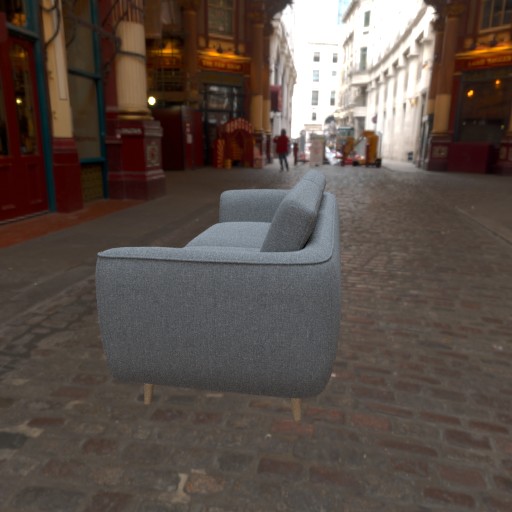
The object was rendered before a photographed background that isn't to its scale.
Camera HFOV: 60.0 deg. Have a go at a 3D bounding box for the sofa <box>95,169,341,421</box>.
[{"bbox_3d":[0.000,0.000,2.458,0.920,0.870,2.000,3,15,10],"label":"sofa"}]
